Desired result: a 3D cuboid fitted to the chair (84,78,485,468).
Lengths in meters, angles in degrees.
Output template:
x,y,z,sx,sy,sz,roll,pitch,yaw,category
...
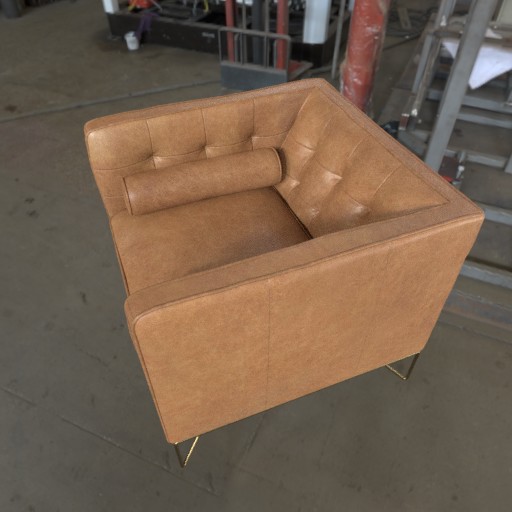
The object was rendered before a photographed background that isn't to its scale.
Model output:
x,y,z,sx,sy,sz,roll,pitch,yaw,category
0.000,0.000,1.555,0.912,0.797,0.920,-15,47,-15,chair
